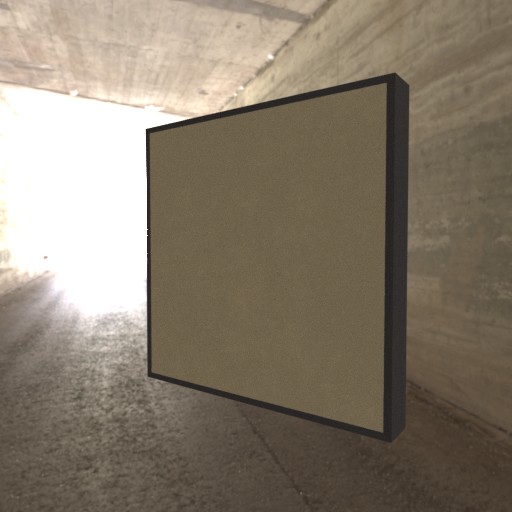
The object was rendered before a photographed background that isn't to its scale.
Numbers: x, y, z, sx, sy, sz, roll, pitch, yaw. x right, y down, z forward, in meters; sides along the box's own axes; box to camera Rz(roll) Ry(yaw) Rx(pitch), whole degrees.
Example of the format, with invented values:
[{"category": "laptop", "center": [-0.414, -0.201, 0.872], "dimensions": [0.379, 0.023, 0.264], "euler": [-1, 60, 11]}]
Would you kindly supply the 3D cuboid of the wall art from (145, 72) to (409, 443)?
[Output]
[{"category": "wall art", "center": [0.000, 0.000, 0.462], "dimensions": [0.302, 0.300, 0.036], "euler": [1, 2, 36]}]
